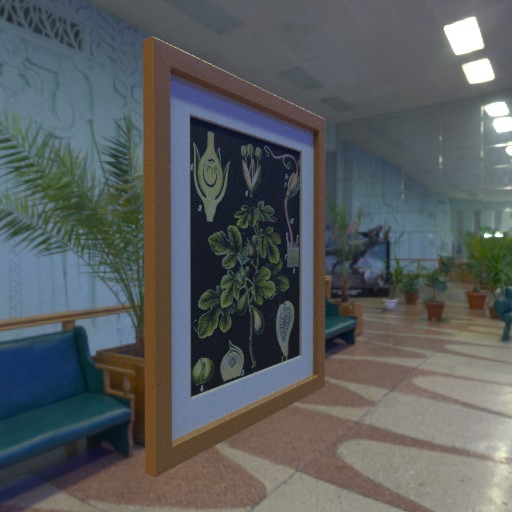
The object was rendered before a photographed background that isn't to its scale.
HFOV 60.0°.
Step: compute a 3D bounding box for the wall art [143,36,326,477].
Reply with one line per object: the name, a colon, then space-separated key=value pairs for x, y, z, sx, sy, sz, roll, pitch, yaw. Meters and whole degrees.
wall art: x=0.000 y=0.000 z=0.741 sx=0.022 sy=0.553 sz=0.452 roll=1 pitch=2 yaw=37
